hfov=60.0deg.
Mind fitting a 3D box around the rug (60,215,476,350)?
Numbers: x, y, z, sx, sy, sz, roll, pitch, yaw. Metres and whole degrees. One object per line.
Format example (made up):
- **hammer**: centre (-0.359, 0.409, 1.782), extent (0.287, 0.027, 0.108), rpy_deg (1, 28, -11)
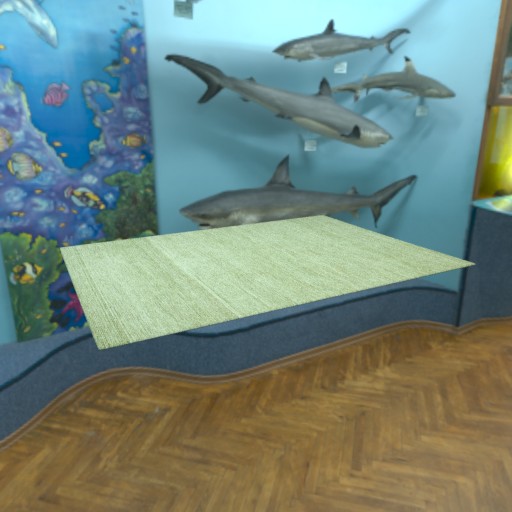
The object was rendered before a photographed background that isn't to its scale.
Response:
- **rug**: centre (0.000, 0.000, 2.944), extent (2.270, 0.017, 1.606), rpy_deg (-9, 20, -27)
